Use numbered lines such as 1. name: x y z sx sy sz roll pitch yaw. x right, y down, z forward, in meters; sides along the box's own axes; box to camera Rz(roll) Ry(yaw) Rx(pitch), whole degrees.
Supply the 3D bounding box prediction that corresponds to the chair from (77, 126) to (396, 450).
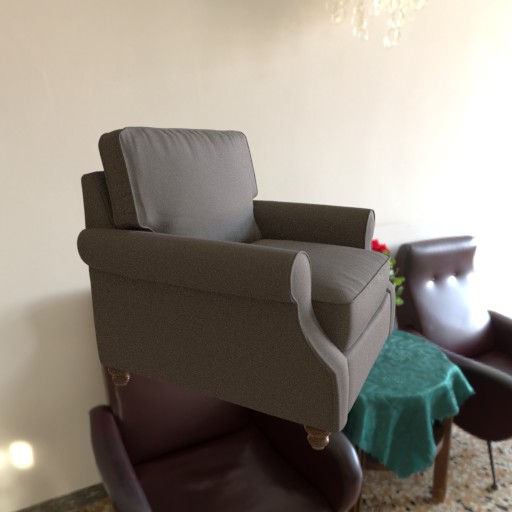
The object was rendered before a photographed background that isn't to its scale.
1. chair: 0.000 0.000 1.740 0.966 0.967 1.029 7 16 26
